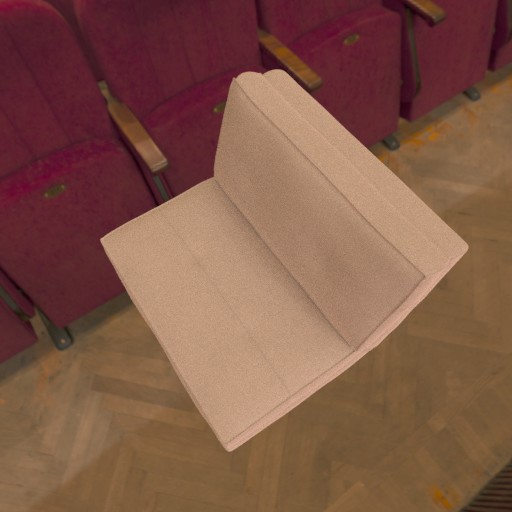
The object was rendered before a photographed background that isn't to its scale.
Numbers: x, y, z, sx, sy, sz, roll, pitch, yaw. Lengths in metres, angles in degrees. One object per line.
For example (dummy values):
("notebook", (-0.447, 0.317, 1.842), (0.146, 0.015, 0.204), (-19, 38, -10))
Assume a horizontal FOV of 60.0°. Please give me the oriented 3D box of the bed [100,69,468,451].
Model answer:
("bed", (0.000, 0.000, 1.328), (0.749, 0.614, 0.799), (-31, 66, -16))
